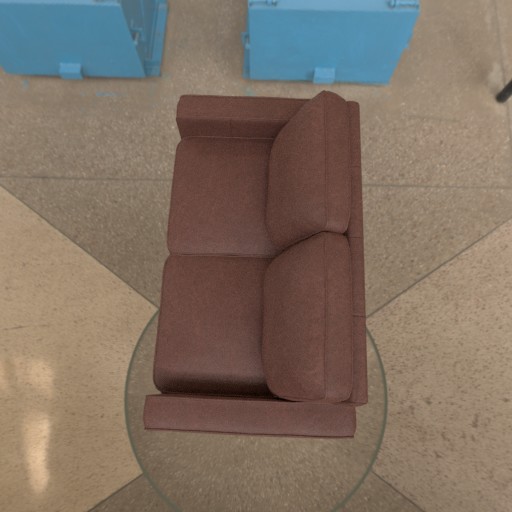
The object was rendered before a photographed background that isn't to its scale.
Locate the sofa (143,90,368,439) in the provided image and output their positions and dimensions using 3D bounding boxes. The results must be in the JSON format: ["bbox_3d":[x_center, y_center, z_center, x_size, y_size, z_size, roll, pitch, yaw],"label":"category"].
[{"bbox_3d":[0.000,0.000,2.274,0.947,0.918,1.709,2,73,1],"label":"sofa"}]
